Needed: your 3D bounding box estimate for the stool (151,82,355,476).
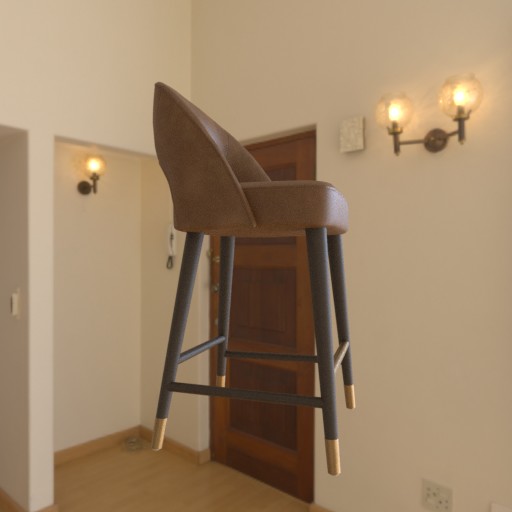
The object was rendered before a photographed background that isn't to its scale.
[{"bbox_3d":[0.000,0.000,1.230,0.509,0.940,0.494,0,0,17],"label":"stool"}]
